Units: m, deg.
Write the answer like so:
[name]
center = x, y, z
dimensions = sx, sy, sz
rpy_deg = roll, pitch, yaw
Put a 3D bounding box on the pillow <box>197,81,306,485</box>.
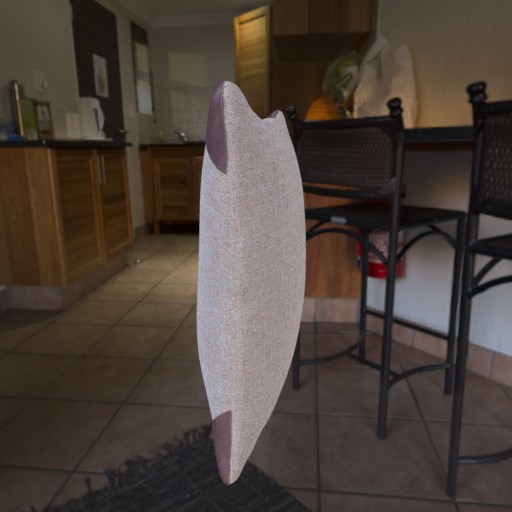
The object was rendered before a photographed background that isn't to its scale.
[pillow]
center = 0.000, 0.000, 0.670
dimensions = 0.147, 0.448, 0.437
rpy_deg = 2, 15, 9
